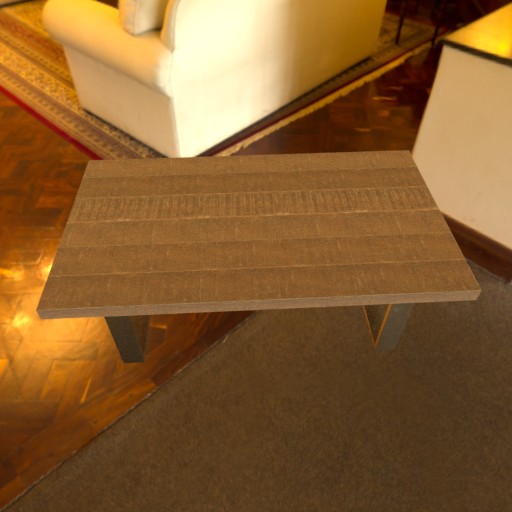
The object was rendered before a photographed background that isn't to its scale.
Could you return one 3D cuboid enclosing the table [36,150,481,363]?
[{"bbox_3d":[0.000,0.000,1.822,1.400,0.440,0.800,-2,47,-2],"label":"table"}]
